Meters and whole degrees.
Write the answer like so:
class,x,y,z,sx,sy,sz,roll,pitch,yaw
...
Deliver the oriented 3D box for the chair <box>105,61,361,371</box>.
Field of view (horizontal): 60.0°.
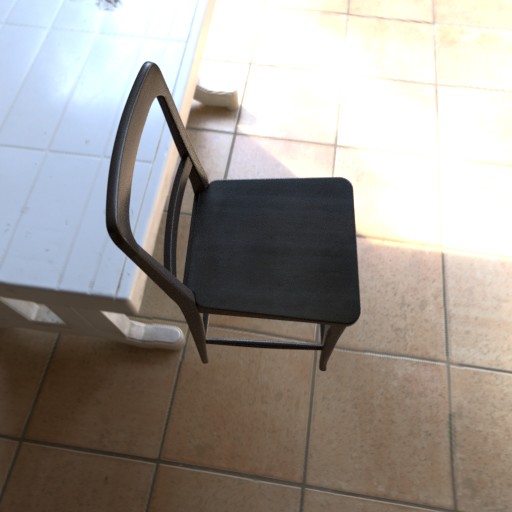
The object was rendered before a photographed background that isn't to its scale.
class,x,y,z,sx,sy,sz,roll,pitch,yaw
chair,0.000,0.000,1.283,0.546,0.991,0.450,2,63,1
